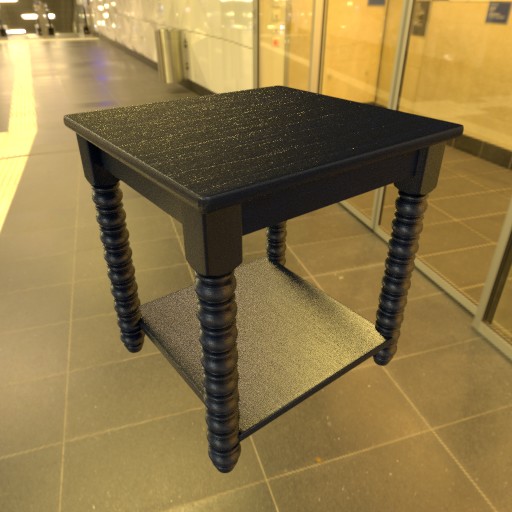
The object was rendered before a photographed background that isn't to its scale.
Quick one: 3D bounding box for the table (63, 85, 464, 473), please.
[{"bbox_3d":[0.000,0.000,0.939,0.533,0.567,0.500,-21,37,-32],"label":"table"}]
